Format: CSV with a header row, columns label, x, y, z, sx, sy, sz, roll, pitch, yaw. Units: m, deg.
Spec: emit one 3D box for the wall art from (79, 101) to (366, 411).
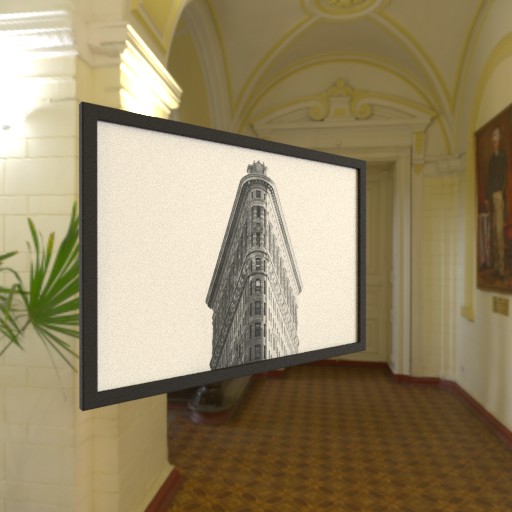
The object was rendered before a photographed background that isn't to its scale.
label,x,y,z,sx,sy,sz,roll,pitch,yaw
wall art,0.000,0.000,1.253,0.964,0.659,0.049,0,0,-37
